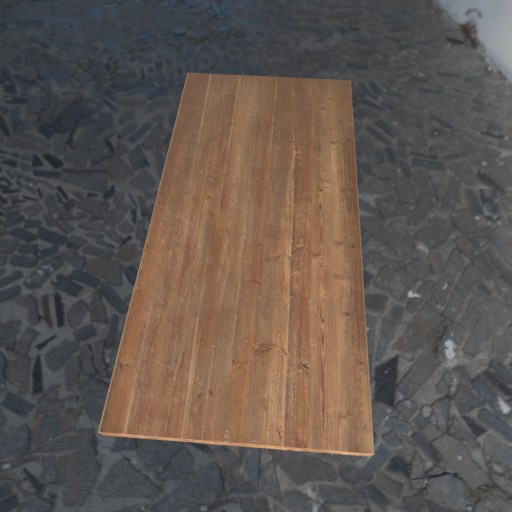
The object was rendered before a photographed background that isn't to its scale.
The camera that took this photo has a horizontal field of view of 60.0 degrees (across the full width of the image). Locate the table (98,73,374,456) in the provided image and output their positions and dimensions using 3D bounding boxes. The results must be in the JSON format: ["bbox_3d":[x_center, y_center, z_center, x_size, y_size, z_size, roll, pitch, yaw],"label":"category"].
[{"bbox_3d":[0.000,0.000,2.372,0.952,0.760,2.003,4,58,2],"label":"table"}]
